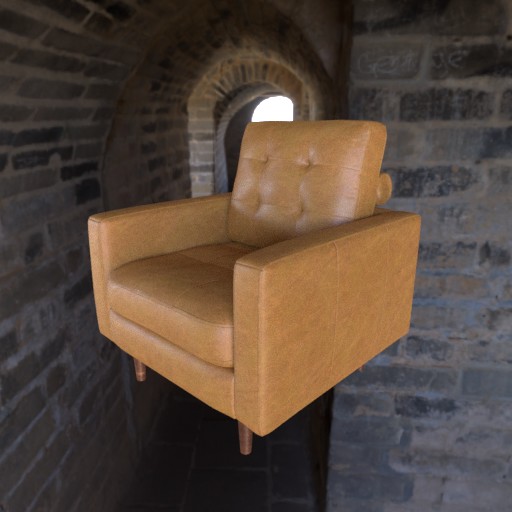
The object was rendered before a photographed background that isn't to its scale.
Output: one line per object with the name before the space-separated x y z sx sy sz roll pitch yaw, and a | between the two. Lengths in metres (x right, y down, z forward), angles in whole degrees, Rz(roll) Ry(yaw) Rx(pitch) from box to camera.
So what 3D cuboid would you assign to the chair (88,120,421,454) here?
chair | 0.000 0.000 1.523 0.831 0.896 0.868 15 22 41
